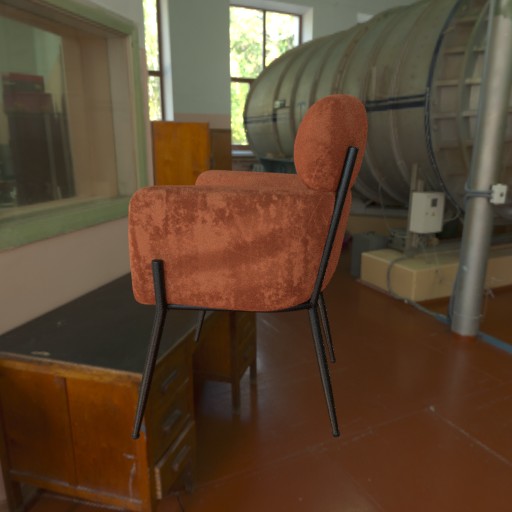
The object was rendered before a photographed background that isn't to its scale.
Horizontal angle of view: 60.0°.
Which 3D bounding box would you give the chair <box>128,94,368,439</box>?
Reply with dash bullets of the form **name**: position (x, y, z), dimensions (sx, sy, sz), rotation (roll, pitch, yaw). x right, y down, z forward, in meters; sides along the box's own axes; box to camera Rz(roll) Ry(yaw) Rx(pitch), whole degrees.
- **chair**: position (0.000, 0.000, 1.161), dimensions (0.523, 0.772, 0.561), rotation (2, 15, 8)
